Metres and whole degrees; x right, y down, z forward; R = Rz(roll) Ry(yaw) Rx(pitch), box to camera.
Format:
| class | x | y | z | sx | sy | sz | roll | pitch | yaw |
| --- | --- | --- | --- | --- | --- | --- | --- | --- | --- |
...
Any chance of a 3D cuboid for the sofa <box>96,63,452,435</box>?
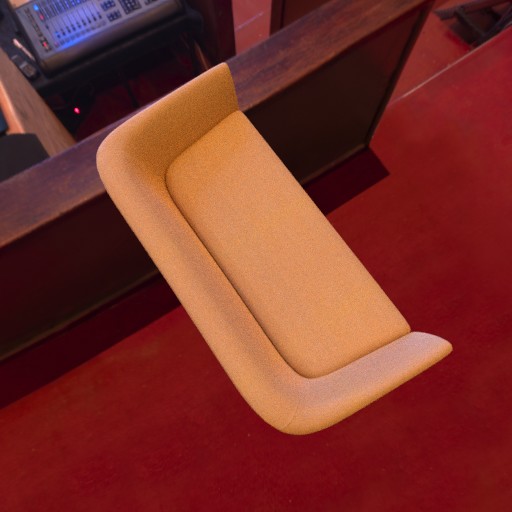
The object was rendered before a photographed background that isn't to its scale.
| class | x | y | z | sx | sy | sz | roll | pitch | yaw |
| --- | --- | --- | --- | --- | --- | --- | --- | --- | --- |
| sofa | 0.000 | 0.000 | 1.866 | 0.705 | 0.721 | 1.452 | -34 | 78 | -8 |
